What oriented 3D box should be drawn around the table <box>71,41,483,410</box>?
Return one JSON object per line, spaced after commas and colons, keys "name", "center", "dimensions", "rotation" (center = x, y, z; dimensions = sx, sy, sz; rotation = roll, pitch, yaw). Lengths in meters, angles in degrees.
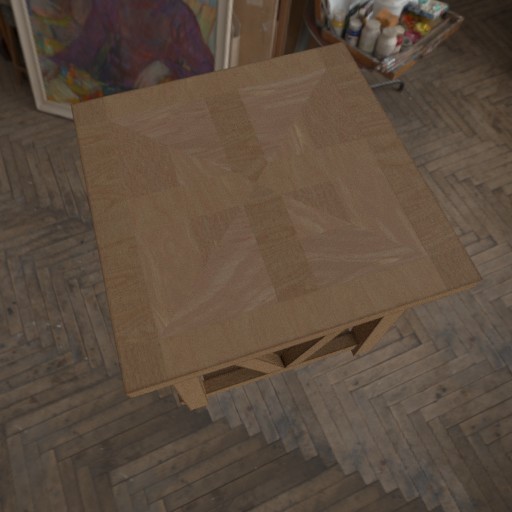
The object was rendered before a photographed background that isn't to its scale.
{"name": "table", "center": [0.000, 0.000, 1.122], "dimensions": [0.612, 0.638, 0.610], "rotation": [-16, 66, -8]}
